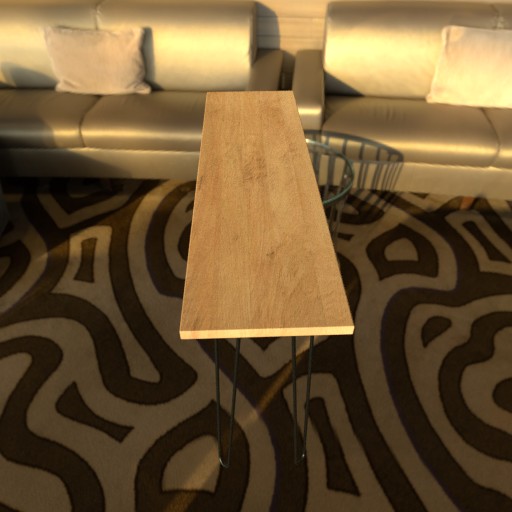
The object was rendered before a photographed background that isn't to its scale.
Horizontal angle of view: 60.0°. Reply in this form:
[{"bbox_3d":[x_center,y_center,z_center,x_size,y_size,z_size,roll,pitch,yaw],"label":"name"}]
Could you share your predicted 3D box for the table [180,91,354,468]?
[{"bbox_3d":[0.000,0.000,1.796,0.399,0.799,1.400,-1,42,-2],"label":"table"}]
